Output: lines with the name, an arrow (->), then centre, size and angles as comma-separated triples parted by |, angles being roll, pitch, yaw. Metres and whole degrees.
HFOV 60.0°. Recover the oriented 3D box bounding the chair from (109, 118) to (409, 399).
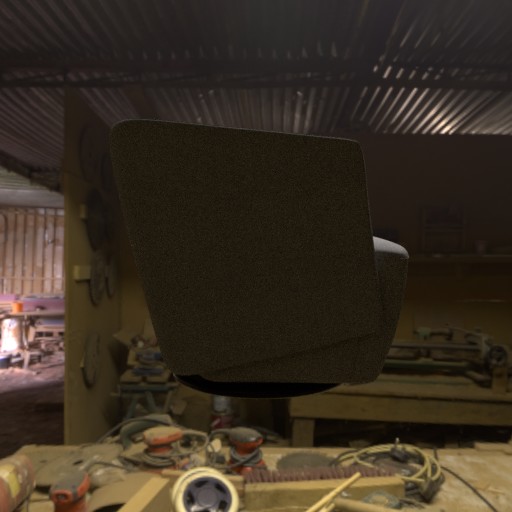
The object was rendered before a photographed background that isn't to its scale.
chair -> 0.000, 0.000, 1.633 | 0.986, 0.861, 0.822 | 0, -1, 1
